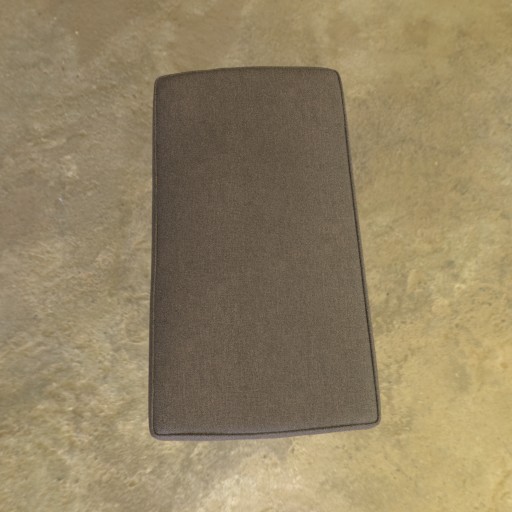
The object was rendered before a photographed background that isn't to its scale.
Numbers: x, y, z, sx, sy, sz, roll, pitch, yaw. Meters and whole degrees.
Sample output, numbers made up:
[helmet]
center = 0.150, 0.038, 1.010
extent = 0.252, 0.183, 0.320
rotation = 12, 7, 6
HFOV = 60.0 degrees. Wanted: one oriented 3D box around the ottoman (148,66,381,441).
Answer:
[ottoman]
center = 0.000, 0.000, 1.160
extent = 0.490, 0.448, 0.864
rotation = -3, 74, -1
